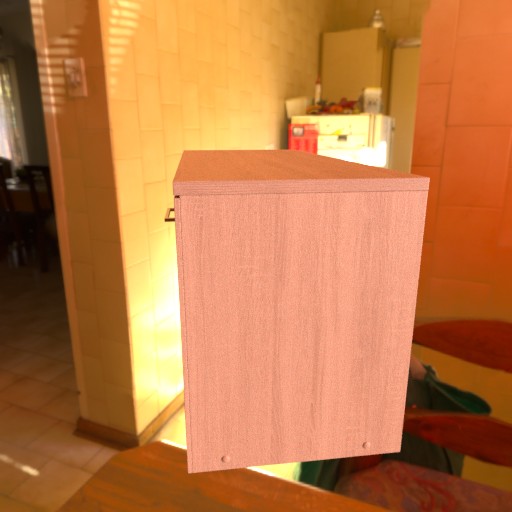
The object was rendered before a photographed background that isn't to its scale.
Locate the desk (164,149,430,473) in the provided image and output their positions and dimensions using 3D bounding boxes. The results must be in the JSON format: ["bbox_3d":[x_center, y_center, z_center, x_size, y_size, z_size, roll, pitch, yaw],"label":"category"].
[{"bbox_3d":[0.000,0.000,1.722,0.600,0.740,1.390,-2,16,-8],"label":"desk"}]
